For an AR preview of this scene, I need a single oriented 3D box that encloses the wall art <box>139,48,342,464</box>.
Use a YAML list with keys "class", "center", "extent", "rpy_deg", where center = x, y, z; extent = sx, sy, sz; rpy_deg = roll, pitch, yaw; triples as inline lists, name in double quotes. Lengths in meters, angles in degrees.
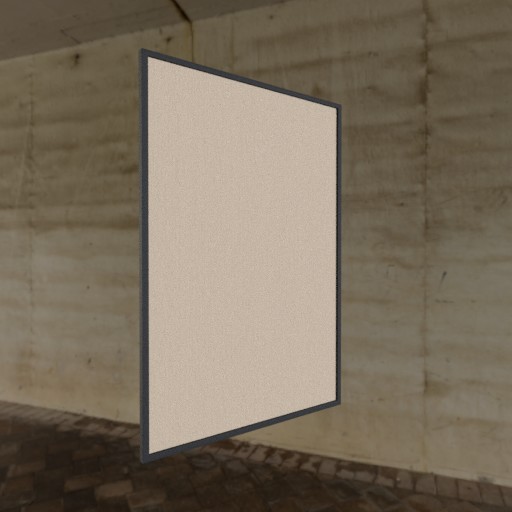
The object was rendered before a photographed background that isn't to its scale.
- class: "wall art"
  center: [0.000, 0.000, 0.841]
  extent: [0.457, 0.657, 0.013]
  rpy_deg: [-1, 1, -37]
